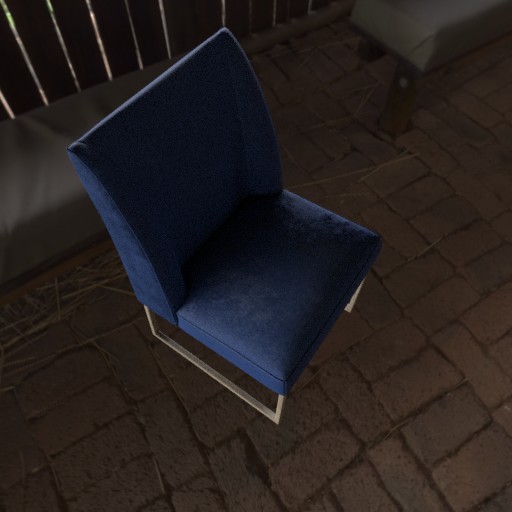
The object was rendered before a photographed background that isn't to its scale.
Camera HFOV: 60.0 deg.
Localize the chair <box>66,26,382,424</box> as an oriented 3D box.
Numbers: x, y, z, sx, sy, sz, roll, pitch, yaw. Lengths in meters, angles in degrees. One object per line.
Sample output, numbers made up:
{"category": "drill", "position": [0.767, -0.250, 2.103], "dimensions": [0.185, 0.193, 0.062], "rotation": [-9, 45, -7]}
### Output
{"category": "chair", "position": [0.000, 0.000, 1.167], "dimensions": [0.522, 0.863, 0.508], "rotation": [31, 63, 18]}
